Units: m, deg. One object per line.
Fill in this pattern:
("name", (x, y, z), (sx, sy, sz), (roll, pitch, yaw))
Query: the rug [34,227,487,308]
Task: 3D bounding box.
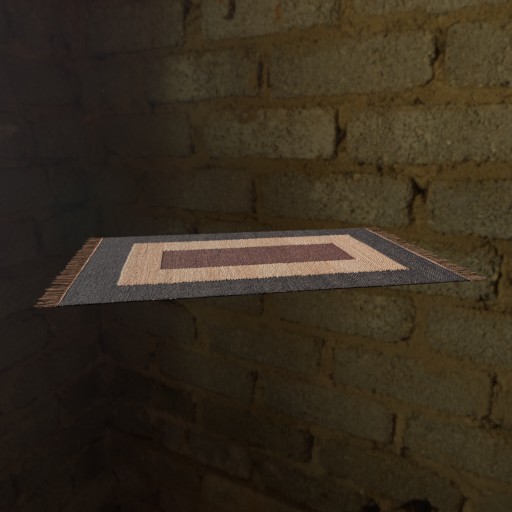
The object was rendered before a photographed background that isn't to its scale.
("rug", (0.000, 0.000, 2.491), (2.021, 0.027, 1.224), (-3, 16, -10))
